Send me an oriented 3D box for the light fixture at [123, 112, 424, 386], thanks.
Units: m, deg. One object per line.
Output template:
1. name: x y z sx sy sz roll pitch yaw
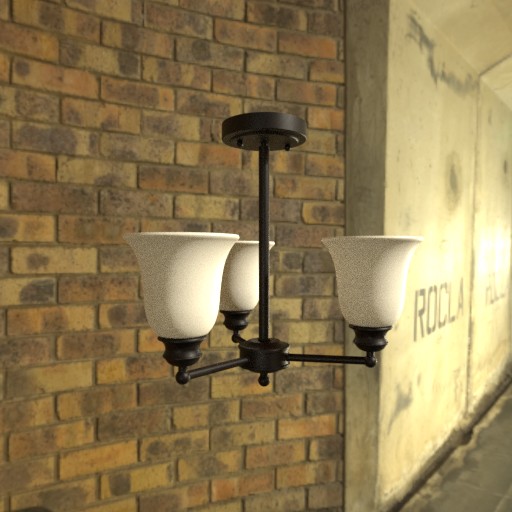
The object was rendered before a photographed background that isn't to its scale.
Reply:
1. light fixture: 0.000 0.000 0.664 0.388 0.370 0.354 0 0 -18
